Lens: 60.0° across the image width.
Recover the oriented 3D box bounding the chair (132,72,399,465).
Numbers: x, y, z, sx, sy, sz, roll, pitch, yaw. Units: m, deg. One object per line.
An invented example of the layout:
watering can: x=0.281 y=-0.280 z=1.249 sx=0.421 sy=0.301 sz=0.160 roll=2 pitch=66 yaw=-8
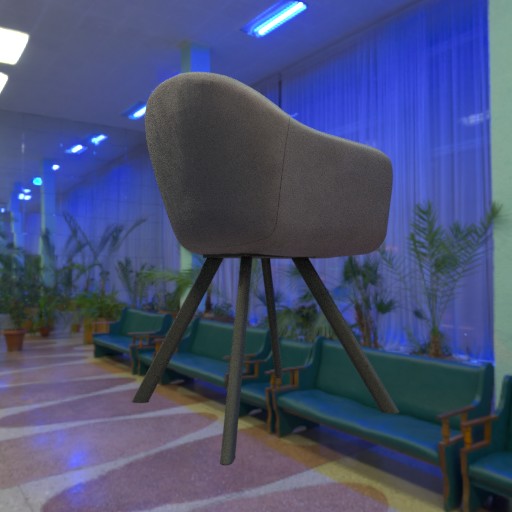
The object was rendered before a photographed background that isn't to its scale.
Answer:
chair: x=0.000 y=0.000 z=1.150 sx=0.544 sy=0.781 sz=0.567 roll=1 pitch=-2 yaw=-36
